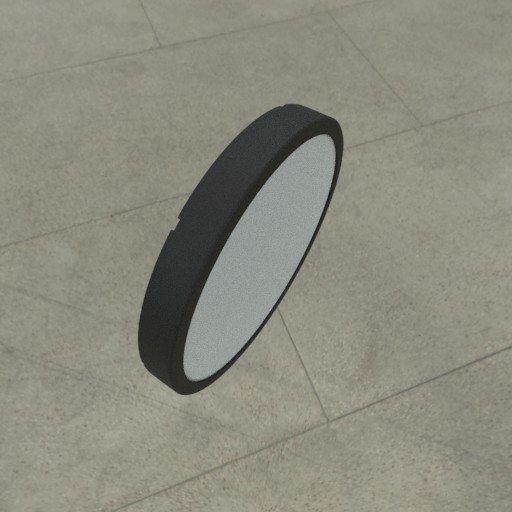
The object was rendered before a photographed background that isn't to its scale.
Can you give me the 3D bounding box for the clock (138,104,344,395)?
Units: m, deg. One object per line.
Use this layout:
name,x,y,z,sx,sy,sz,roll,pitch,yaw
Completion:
clock,0.000,0.000,0.438,0.040,0.293,0.293,30,63,17
